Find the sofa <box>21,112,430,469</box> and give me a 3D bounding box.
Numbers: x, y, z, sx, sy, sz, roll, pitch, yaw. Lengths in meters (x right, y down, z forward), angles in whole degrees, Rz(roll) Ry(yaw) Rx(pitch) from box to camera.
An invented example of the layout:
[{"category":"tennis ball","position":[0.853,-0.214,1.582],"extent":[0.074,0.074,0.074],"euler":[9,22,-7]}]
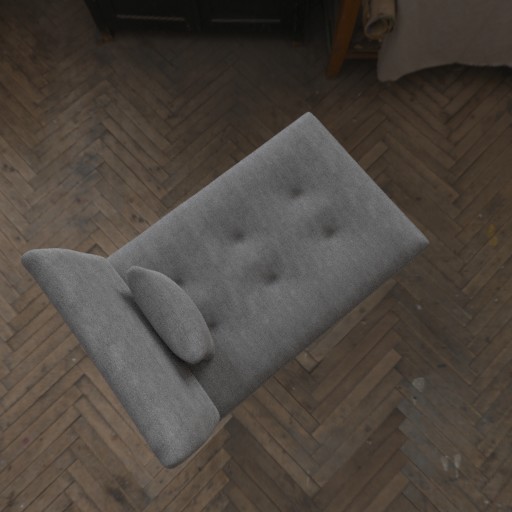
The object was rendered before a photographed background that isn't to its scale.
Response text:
[{"category":"sofa","position":[0.000,0.000,1.954],"extent":[1.450,0.820,0.930],"euler":[-38,80,-8]}]
